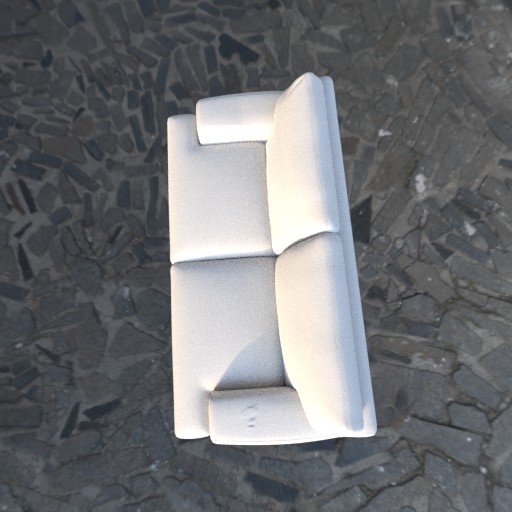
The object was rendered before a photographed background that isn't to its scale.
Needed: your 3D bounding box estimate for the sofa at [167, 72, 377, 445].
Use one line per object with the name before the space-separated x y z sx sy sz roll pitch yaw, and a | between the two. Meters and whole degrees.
sofa | 0.000 0.000 2.866 1.143 0.940 2.261 -4 76 -1
